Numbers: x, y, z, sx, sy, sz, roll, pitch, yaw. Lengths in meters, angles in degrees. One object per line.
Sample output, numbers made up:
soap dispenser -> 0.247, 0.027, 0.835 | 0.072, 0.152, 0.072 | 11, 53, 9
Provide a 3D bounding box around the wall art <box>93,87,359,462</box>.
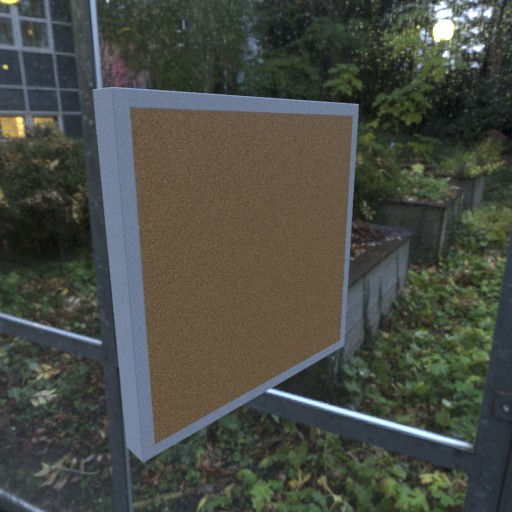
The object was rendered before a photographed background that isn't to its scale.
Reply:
wall art -> 0.000, 0.000, 0.606 | 0.038, 0.406, 0.406 | 15, 22, 43
